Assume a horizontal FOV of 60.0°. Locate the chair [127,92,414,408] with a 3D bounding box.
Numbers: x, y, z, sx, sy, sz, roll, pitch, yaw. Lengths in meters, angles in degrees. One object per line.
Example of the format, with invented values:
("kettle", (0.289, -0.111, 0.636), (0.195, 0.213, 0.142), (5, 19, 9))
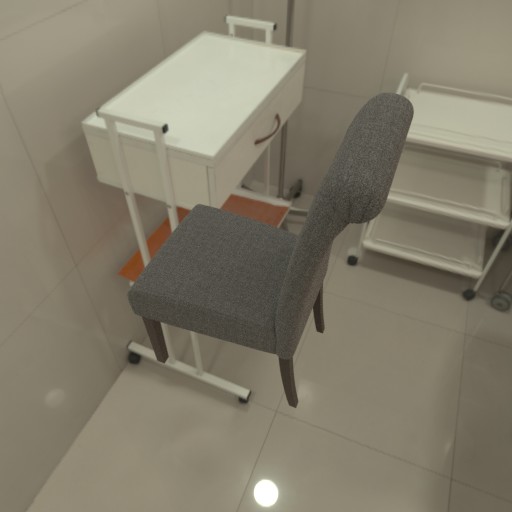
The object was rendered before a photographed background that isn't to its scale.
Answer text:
("chair", (0.000, 0.000, 1.356), (0.671, 1.006, 0.456), (16, 48, 15))
